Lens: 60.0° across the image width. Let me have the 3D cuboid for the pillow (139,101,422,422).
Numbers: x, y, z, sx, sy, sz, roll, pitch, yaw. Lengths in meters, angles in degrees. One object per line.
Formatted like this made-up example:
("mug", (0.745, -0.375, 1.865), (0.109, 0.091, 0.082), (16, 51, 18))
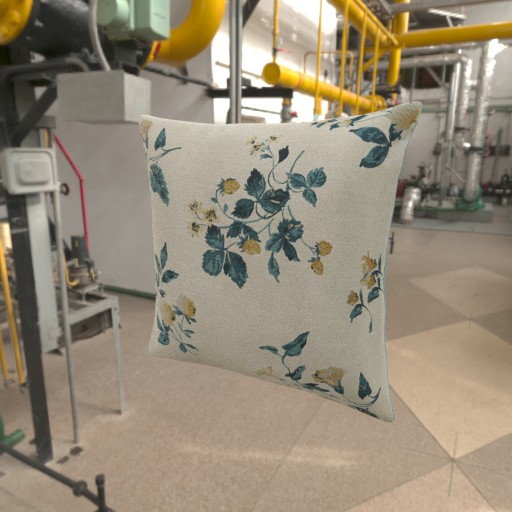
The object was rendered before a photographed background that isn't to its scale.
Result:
("pillow", (0.000, 0.000, 0.800), (0.526, 0.507, 0.166), (7, 15, 27))
